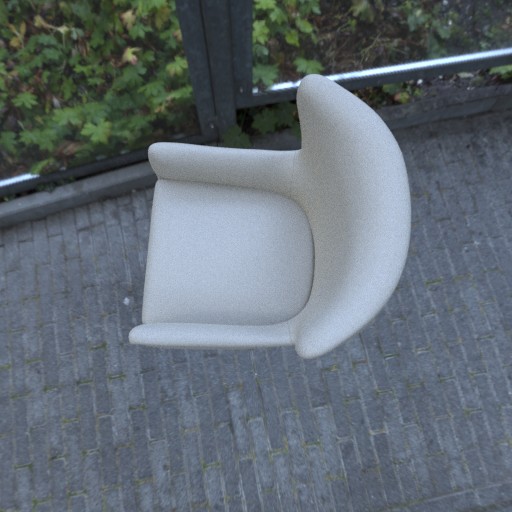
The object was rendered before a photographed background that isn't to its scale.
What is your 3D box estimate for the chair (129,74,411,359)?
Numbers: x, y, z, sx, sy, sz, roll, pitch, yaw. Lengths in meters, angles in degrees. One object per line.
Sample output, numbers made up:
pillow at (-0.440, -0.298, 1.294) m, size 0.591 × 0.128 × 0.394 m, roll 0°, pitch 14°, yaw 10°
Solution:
chair at (0.000, 0.000, 1.413) m, size 0.686 × 0.952 × 0.660 m, roll 2°, pitch 75°, yaw 1°
